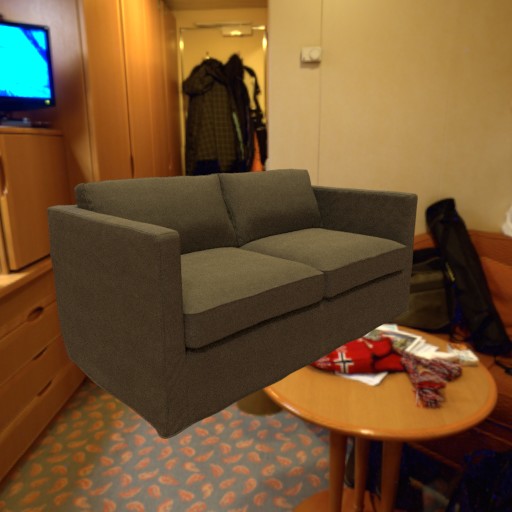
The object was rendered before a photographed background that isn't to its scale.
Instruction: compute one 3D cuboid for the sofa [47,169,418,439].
[{"bbox_3d":[0.000,0.000,2.368,1.802,0.854,0.974,-13,19,-43],"label":"sofa"}]
